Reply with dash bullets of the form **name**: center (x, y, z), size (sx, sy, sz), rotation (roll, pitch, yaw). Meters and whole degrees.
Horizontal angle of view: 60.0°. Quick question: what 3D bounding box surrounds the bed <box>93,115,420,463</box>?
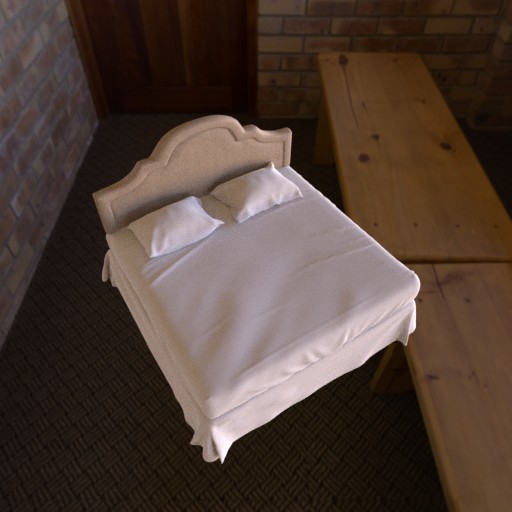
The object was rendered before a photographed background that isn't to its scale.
- **bed**: center (0.000, 0.000, 3.765), size (2.303, 1.631, 2.222), rotation (-25, 52, -21)
